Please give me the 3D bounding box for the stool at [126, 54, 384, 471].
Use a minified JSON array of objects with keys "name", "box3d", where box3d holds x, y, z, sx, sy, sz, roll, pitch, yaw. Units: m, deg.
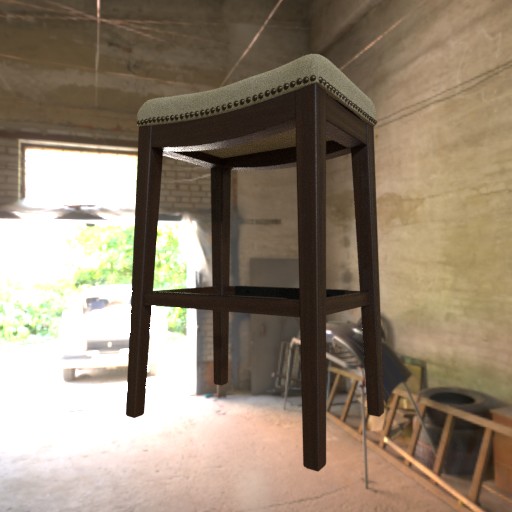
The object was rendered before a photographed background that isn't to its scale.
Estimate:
[{"name":"stool","box3d":[0.000,0.000,1.073,0.509,0.768,0.363,0,-1,34]}]
